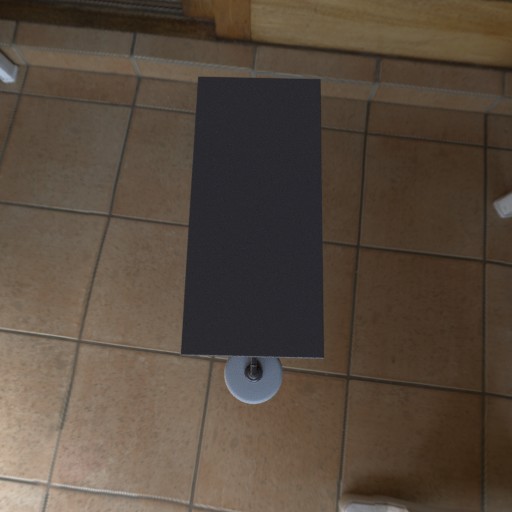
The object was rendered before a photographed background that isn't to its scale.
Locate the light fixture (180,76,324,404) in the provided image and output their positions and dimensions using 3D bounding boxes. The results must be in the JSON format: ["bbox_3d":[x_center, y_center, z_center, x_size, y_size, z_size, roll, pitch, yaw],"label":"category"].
[{"bbox_3d":[0.000,0.000,0.862,0.177,0.557,0.582,1,76,0],"label":"light fixture"}]
